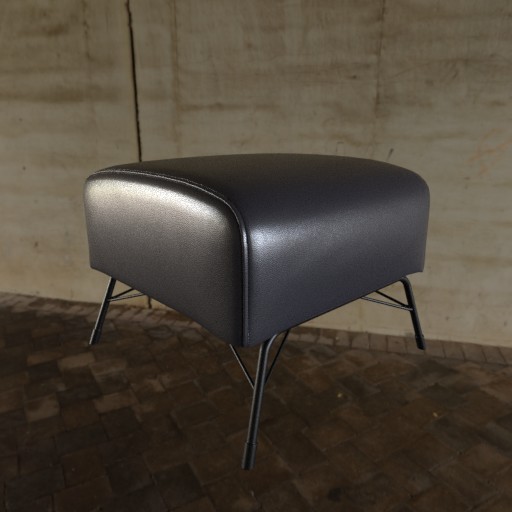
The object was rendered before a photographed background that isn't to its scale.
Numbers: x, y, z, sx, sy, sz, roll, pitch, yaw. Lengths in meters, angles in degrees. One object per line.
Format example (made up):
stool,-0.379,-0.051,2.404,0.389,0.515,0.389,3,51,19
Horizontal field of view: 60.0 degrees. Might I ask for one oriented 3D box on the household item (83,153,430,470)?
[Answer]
household item,0.000,0.000,0.919,0.530,0.410,0.530,-15,22,-41
